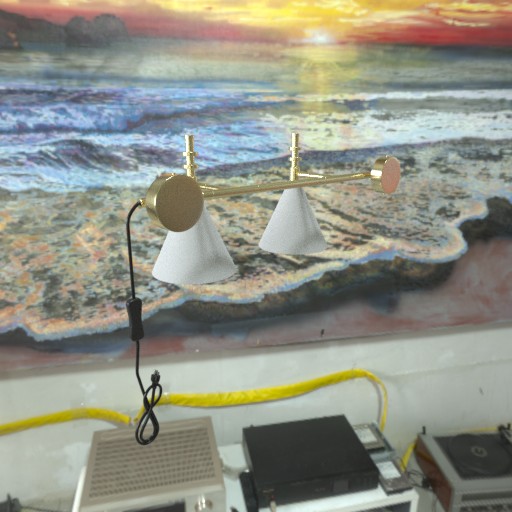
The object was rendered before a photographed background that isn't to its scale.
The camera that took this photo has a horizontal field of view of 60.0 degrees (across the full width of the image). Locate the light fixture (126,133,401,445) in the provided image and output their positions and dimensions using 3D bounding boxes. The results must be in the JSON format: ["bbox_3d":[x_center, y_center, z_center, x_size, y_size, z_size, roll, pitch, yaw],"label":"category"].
[{"bbox_3d":[0.000,0.000,0.884,0.642,0.468,0.239,-15,22,-41],"label":"light fixture"}]
